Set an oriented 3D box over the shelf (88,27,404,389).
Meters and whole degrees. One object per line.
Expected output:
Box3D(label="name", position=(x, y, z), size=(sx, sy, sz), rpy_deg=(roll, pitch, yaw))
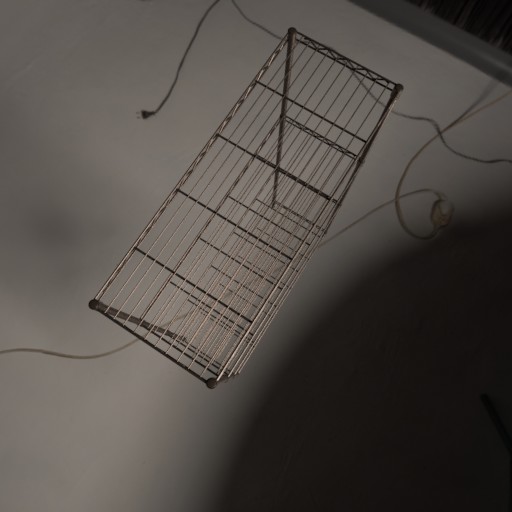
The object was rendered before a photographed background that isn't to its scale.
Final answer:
Box3D(label="shelf", position=(0.000, 0.000, 1.749), size=(0.352, 1.361, 0.907), rpy_deg=(32, 78, 7))
